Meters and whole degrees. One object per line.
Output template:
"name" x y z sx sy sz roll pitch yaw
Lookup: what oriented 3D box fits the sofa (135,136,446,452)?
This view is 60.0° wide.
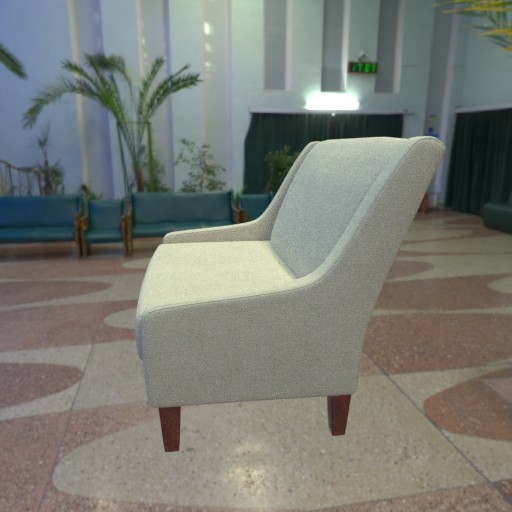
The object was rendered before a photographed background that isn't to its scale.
"sofa" 0.000 0.000 1.901 0.946 0.976 1.212 -2 14 -8
